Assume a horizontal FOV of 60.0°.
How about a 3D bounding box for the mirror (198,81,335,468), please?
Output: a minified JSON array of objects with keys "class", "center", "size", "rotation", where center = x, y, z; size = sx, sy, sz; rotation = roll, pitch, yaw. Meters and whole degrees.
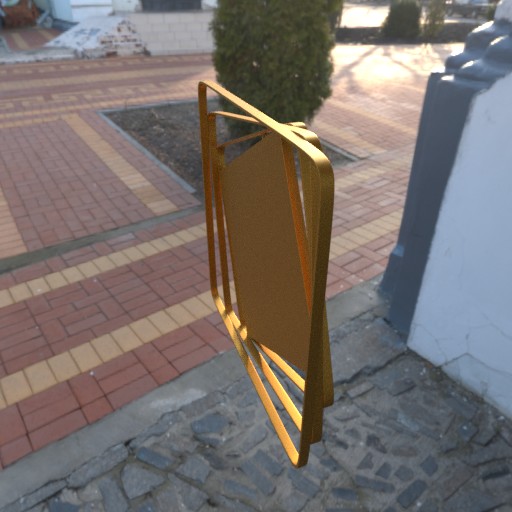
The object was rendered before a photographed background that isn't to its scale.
[{"class":"mirror","center":[0.000,0.000,0.702],"size":[0.045,0.468,0.470],"rotation":[-11,33,-17]}]
